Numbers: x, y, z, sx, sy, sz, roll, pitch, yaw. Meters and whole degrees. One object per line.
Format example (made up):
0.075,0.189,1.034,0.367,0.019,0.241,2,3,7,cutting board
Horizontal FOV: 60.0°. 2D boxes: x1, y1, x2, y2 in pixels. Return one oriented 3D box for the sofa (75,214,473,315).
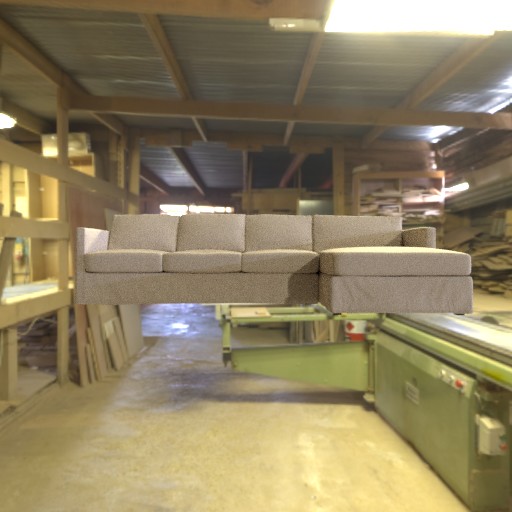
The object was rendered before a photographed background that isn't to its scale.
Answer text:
0.000,0.000,4.003,3.206,0.871,1.622,0,0,1,sofa
